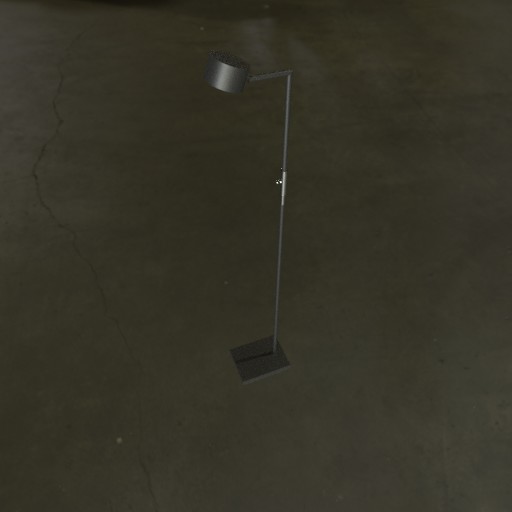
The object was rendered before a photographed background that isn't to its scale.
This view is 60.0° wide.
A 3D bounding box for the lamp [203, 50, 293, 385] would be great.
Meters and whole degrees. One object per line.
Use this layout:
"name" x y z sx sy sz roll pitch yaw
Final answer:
"lamp" 0.000 0.000 1.766 0.304 1.600 0.203 -16 48 -15
